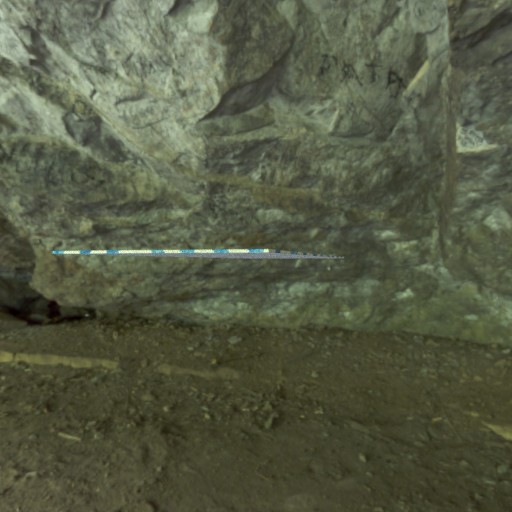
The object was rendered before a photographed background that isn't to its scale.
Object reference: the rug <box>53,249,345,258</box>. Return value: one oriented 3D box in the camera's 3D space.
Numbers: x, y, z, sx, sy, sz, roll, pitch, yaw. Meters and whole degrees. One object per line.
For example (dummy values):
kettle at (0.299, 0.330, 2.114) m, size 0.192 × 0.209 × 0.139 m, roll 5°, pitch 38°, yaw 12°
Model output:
rug at (0.000, 0.000, 1.631) m, size 0.503 × 0.007 × 1.492 m, roll 0°, pitch -1°, yaw 17°
